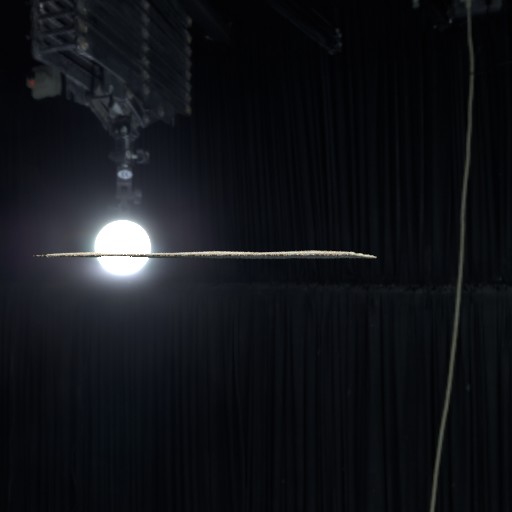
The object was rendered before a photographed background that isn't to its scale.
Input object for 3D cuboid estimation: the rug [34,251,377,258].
[{"bbox_3d":[0.000,0.000,3.085,1.529,0.027,2.434,0,-1,18],"label":"rug"}]
